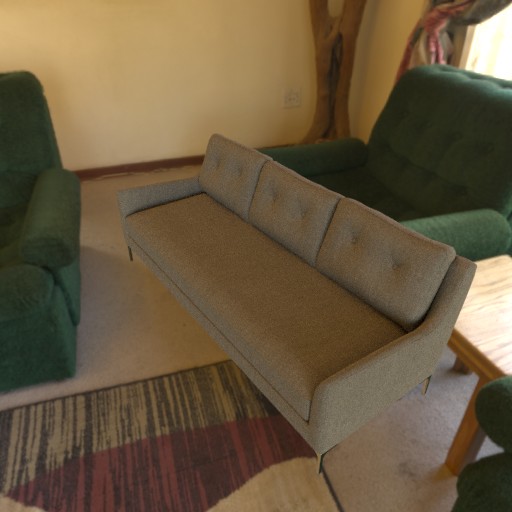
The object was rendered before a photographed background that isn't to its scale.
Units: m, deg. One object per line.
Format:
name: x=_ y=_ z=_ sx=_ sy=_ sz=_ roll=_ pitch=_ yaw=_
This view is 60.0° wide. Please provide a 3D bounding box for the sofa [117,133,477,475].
sofa: x=0.000 y=0.000 z=2.525 sx=0.849 sy=0.837 sz=2.060 roll=-22 pitch=39 yaw=-29
